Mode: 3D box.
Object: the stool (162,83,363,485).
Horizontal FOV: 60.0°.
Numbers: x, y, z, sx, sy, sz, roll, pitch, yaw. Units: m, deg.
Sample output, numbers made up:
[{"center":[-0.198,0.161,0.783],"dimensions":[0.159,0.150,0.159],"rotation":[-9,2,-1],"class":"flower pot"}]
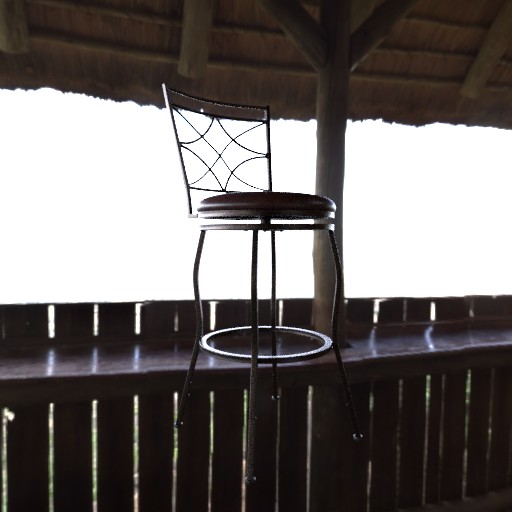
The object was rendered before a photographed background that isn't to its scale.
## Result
[{"center":[0.000,0.000,1.418],"dimensions":[0.434,1.117,0.534],"rotation":[-2,3,-36],"class":"stool"}]
